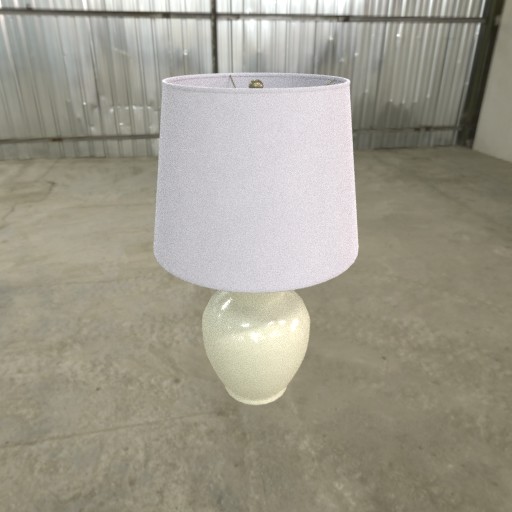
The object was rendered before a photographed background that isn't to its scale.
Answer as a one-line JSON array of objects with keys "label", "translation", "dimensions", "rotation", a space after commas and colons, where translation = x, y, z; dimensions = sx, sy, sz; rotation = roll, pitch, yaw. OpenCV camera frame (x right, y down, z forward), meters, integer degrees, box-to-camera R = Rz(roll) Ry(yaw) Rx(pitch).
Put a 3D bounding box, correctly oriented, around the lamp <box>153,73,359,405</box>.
[{"label": "lamp", "translation": [0.000, 0.000, 0.538], "dimensions": [0.239, 0.399, 0.239], "rotation": [0, 26, 0]}]
